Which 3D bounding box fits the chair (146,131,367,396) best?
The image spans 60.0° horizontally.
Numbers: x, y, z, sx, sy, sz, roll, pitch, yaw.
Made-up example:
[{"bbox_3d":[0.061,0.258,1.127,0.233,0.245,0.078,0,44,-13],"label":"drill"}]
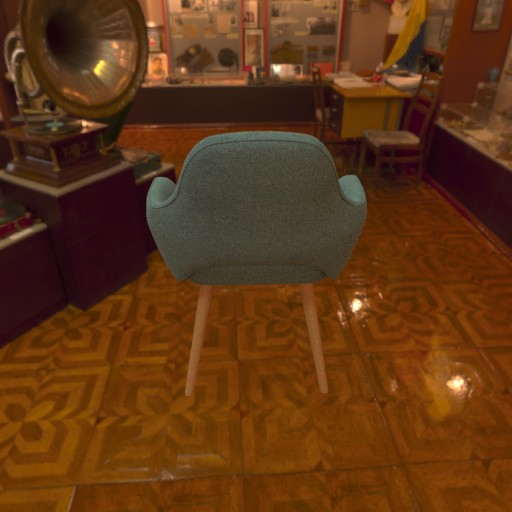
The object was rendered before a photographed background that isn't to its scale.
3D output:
[{"bbox_3d":[0.000,0.000,1.357,0.589,0.920,0.666,-1,31,-1],"label":"chair"}]
